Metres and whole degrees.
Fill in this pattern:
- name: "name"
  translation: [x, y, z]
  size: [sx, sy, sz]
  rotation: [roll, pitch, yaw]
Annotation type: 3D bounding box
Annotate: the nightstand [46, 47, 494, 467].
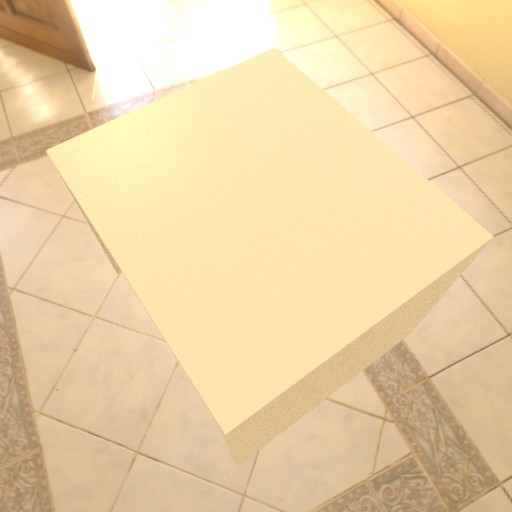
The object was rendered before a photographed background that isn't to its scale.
- name: "nightstand"
  translation: [0.000, 0.000, 0.751]
  size: [0.408, 0.351, 0.470]
  rotation: [-31, 65, -17]
